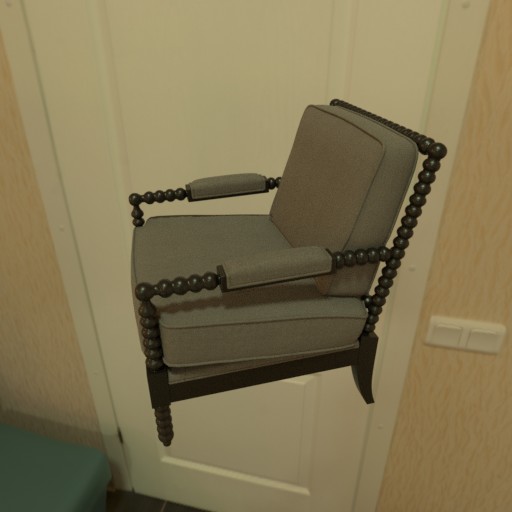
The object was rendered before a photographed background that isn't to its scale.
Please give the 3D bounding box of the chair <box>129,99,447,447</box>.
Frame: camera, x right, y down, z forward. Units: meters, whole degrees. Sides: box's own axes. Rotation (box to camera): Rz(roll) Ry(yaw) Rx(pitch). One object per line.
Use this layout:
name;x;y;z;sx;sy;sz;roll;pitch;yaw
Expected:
chair;0.000;0.000;1.119;0.622;0.661;0.540;-8;31;-13
